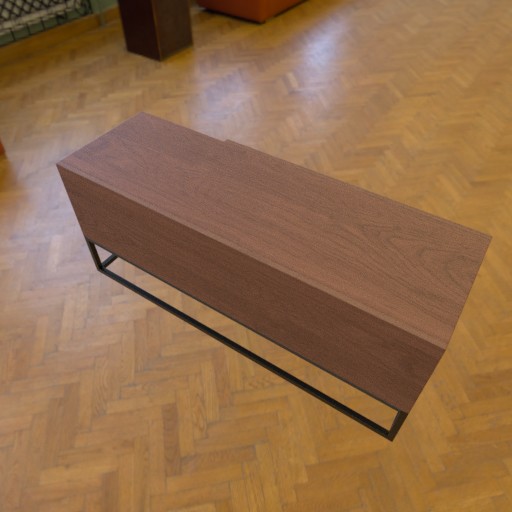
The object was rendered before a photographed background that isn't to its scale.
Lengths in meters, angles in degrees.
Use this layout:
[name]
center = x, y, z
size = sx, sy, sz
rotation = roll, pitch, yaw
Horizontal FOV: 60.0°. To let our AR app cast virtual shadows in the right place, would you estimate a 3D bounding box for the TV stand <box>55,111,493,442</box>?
[TV stand]
center = 0.000, 0.000, 1.434
size = 1.200, 0.500, 0.415
rotation = 25, 52, 22
